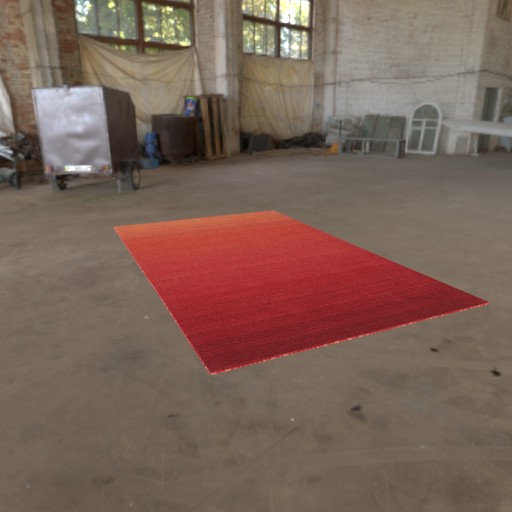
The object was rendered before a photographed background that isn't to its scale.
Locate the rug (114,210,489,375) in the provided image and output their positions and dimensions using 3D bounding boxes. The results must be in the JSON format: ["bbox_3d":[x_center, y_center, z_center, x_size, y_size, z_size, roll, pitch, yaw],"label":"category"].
[{"bbox_3d":[0.000,0.000,3.034,1.531,0.010,2.442,-8,20,-24],"label":"rug"}]
